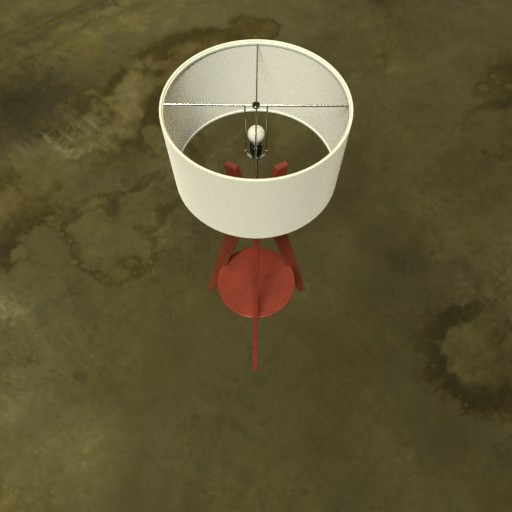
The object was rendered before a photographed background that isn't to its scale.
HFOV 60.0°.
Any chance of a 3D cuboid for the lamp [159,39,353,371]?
[{"bbox_3d":[0.000,0.000,1.715,0.539,1.472,0.542,1,62,0],"label":"lamp"}]
